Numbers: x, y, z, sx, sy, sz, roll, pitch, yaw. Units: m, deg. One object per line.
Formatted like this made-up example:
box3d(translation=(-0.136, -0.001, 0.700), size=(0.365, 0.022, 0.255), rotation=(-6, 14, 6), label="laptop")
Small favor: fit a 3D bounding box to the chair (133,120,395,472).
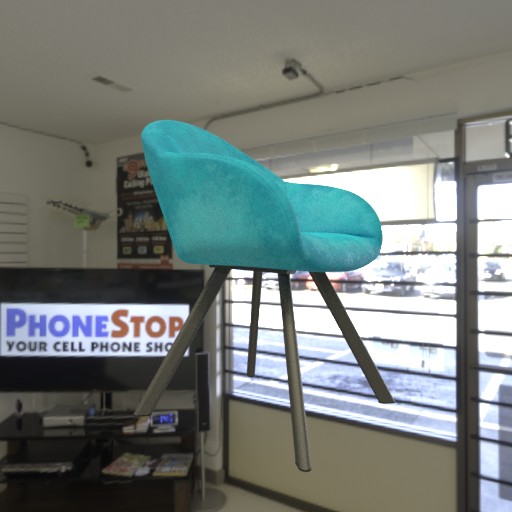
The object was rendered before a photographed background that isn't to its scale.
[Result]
box3d(translation=(0.000, 0.000, 1.183), size=(0.590, 0.795, 0.550), rotation=(0, 0, 36), label="chair")
